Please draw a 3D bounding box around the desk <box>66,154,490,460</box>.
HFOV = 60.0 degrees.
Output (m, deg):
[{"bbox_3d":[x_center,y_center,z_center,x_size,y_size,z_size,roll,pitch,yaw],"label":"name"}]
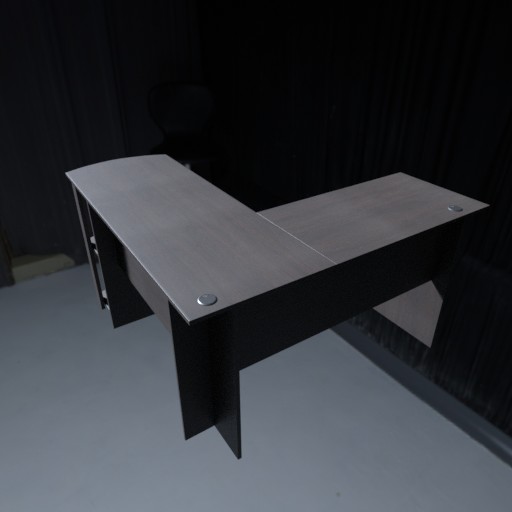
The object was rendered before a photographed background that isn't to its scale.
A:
[{"bbox_3d":[0.000,0.000,2.102,1.303,0.716,1.361,-19,35,-28],"label":"desk"}]
